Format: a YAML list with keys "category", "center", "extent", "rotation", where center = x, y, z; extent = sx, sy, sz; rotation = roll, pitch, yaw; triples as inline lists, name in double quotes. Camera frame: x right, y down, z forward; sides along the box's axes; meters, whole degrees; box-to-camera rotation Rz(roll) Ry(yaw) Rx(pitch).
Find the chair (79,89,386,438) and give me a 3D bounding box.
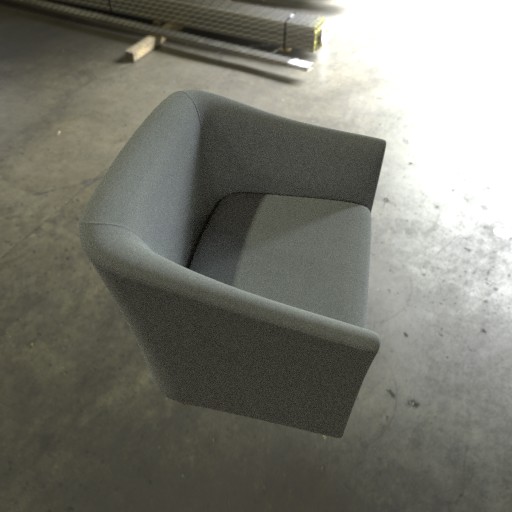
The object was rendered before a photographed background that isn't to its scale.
- category: "chair"
  center: [0.000, 0.000, 1.358]
  extent: [0.700, 0.720, 0.790]
  rotation: [9, 48, 8]
